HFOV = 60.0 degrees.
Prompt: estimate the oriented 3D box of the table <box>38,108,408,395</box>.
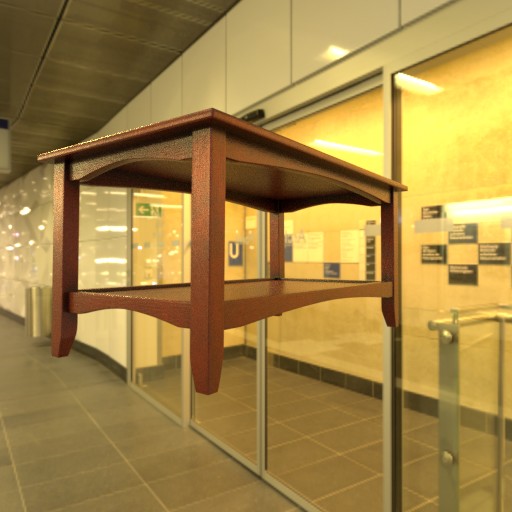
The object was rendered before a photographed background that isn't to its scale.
[{"bbox_3d":[0.000,0.000,1.221,0.533,0.456,0.943,0,0,37],"label":"table"}]
